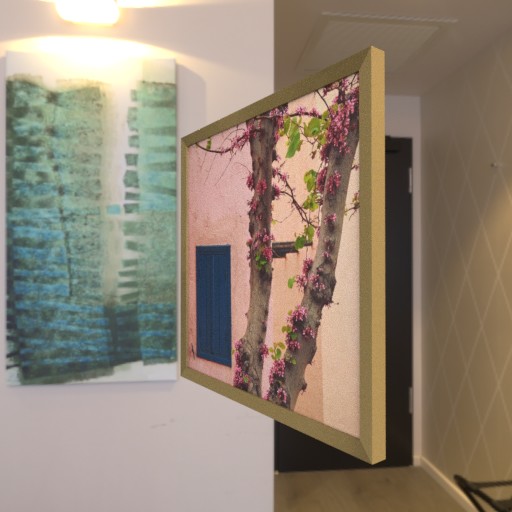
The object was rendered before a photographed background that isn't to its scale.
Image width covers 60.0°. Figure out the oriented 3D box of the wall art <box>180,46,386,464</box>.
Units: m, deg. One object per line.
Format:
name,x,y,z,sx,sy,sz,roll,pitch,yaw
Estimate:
wall art,0.000,0.000,1.124,0.038,0.762,0.762,0,-1,-36
